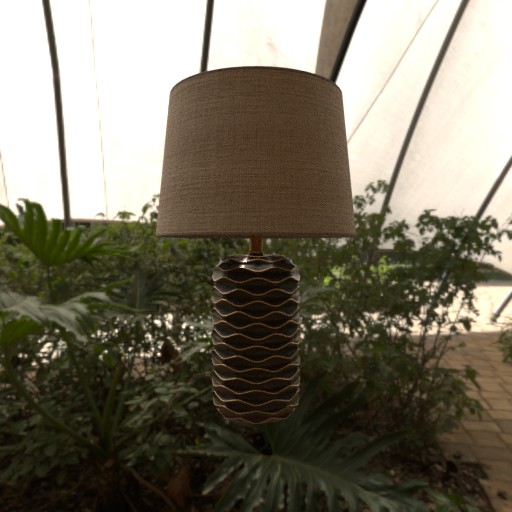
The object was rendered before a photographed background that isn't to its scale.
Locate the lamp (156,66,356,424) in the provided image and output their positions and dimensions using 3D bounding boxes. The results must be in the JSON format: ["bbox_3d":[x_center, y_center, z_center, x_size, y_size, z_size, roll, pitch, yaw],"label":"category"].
[{"bbox_3d":[0.000,0.000,0.853,0.376,0.594,0.376,0,1,0],"label":"lamp"}]
